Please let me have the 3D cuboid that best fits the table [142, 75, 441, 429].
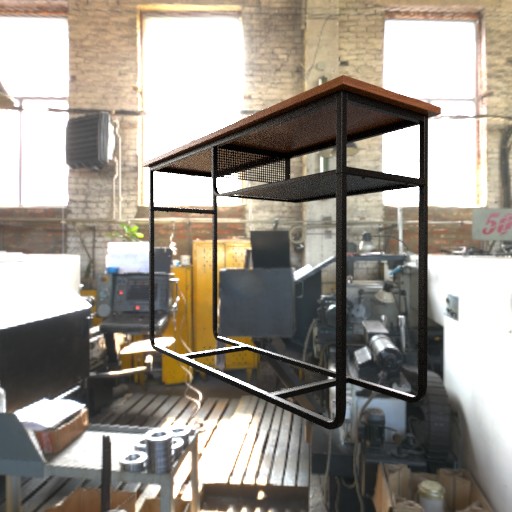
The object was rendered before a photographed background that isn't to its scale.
[{"bbox_3d":[0.000,0.000,1.455,0.350,0.750,1.100,0,1,-36],"label":"table"}]
